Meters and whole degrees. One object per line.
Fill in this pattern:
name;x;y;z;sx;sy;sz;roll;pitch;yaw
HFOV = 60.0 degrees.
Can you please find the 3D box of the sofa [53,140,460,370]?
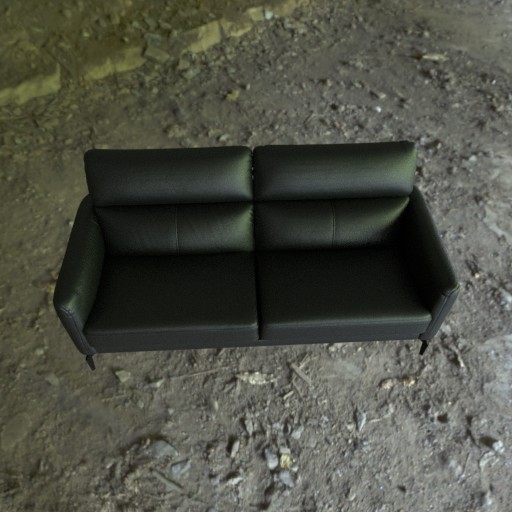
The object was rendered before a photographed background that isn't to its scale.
sofa;0.000;0.000;2.510;2.069;0.957;0.856;-2;46;-2
